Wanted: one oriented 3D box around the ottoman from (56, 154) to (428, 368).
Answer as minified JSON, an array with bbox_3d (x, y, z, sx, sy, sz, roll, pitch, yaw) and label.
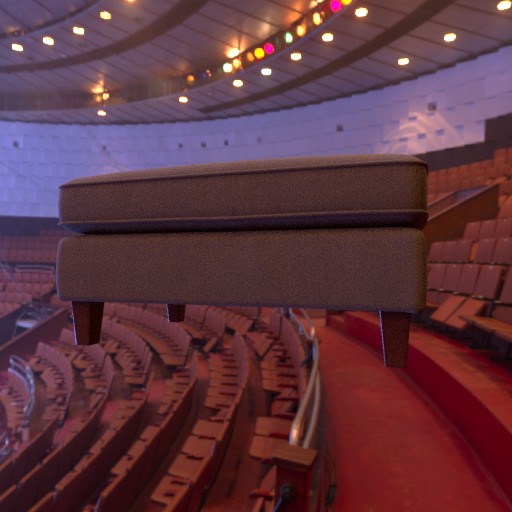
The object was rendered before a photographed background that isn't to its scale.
[{"bbox_3d":[0.000,0.000,1.309,0.941,0.480,0.636,0,-1,19],"label":"ottoman"}]
